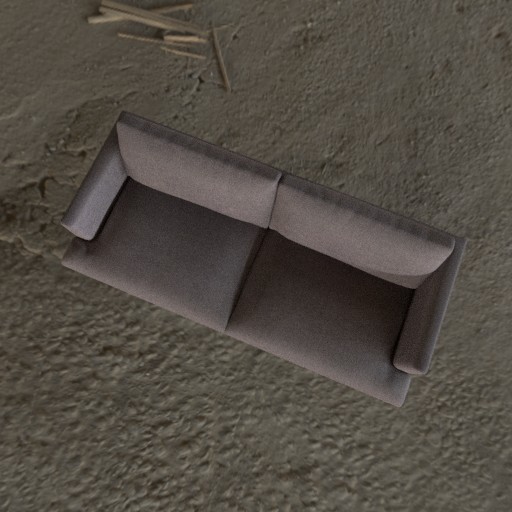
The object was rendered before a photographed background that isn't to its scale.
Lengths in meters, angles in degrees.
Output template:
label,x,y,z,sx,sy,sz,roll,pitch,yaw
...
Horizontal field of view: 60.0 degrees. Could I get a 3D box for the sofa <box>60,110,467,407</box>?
label,x,y,z,sx,sy,sz,roll,pitch,yaw
sofa,0.000,0.000,2.759,2.250,0.868,1.020,22,76,6
